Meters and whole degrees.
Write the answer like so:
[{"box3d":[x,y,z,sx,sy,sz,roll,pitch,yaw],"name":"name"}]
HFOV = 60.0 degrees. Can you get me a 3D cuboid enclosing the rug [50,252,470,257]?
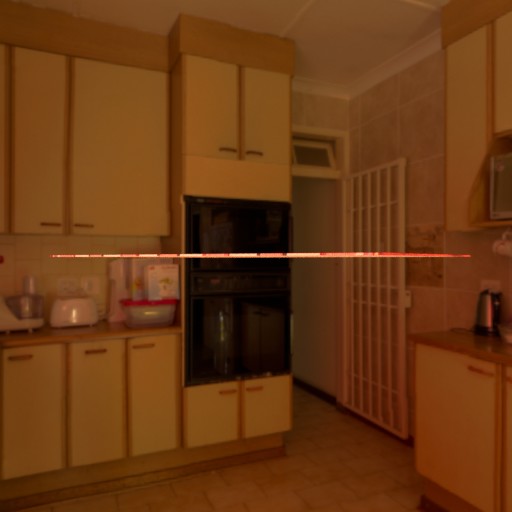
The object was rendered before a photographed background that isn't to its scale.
[{"box3d":[0.000,0.000,2.301,1.817,0.008,1.223,0,0,36],"name":"rug"}]
